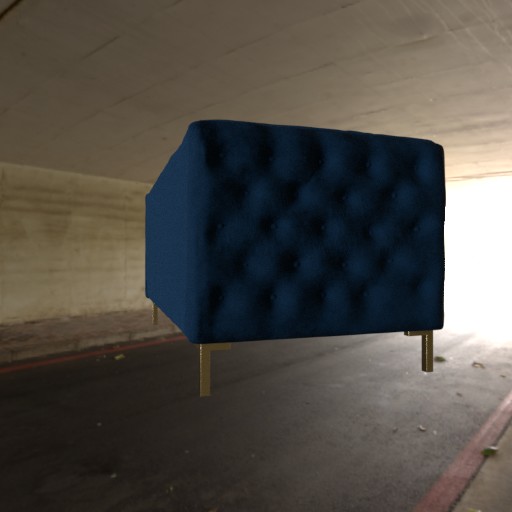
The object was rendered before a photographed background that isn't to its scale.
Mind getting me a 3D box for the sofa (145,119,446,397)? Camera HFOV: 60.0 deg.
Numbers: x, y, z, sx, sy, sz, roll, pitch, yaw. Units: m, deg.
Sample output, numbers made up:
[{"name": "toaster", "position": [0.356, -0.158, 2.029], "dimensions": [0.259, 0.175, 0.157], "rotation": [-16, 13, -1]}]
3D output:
[{"name": "sofa", "position": [0.000, 0.000, 2.098], "dimensions": [0.909, 0.810, 1.583], "rotation": [0, 0, -18]}]
